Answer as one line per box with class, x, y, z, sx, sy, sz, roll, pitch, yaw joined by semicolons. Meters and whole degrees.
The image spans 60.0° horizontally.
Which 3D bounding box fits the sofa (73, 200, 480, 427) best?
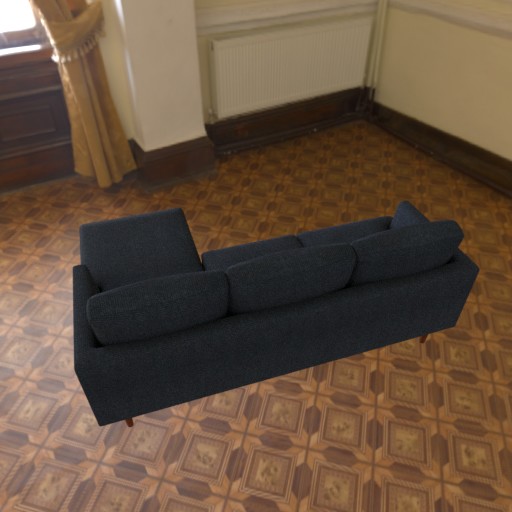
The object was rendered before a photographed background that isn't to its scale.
sofa;0.000;0.000;2.944;2.233;0.956;1.504;-12;42;-14
